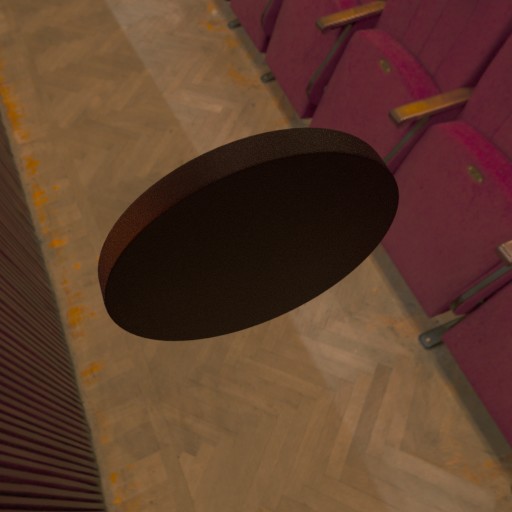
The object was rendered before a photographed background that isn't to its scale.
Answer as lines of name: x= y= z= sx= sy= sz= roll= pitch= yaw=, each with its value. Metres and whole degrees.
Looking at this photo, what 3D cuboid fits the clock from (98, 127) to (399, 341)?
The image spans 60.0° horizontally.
clock: x=0.000 y=0.000 z=0.465 sx=0.314 sy=0.314 sz=0.029 roll=-19 pitch=61 yaw=-11
